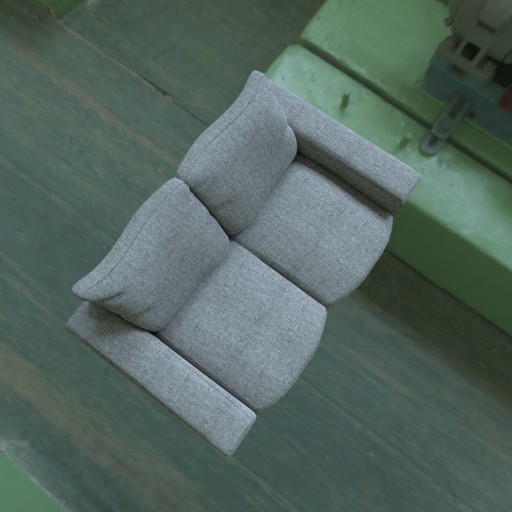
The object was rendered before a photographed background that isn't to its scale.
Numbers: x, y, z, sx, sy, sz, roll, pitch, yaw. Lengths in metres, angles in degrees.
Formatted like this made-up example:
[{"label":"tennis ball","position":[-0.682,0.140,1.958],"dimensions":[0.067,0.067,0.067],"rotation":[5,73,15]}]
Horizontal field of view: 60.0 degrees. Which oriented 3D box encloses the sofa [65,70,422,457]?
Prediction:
[{"label":"sofa","position":[0.000,0.000,2.387],"dimensions":[1.094,0.877,1.758],"rotation":[35,79,8]}]
